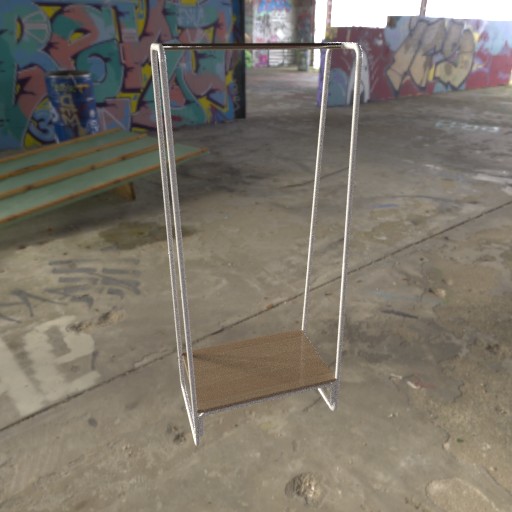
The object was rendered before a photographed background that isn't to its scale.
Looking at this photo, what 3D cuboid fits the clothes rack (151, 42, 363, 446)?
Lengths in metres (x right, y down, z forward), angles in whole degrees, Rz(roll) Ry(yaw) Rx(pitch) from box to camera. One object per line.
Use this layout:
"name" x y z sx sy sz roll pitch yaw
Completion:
"clothes rack" 0.000 0.000 1.732 0.640 1.500 0.400 -8 28 -16
